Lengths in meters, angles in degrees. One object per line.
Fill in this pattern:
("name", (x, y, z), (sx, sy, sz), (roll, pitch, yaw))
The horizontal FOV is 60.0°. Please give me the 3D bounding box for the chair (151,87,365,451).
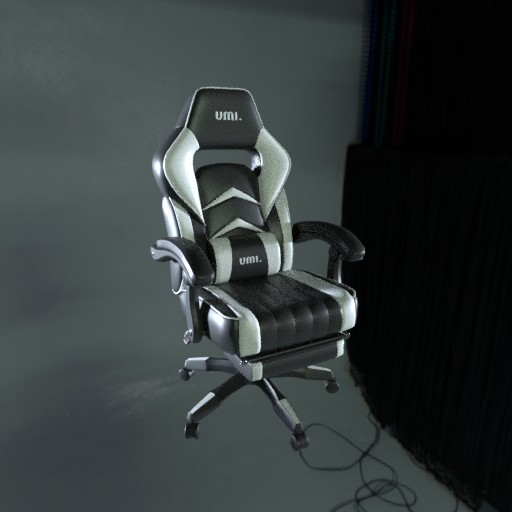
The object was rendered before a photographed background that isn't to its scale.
("chair", (0.000, 0.000, 1.625), (0.676, 1.200, 0.700), (-8, 18, -27))
